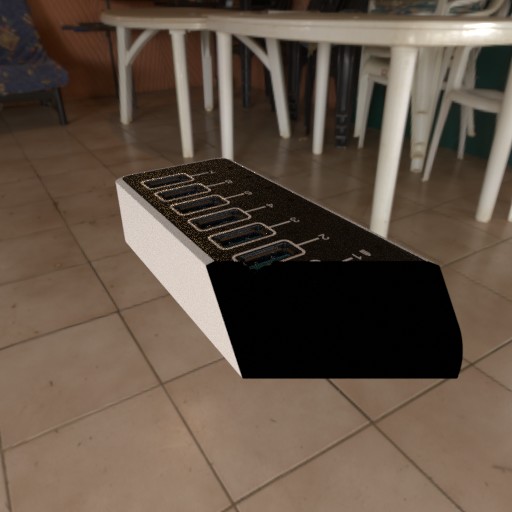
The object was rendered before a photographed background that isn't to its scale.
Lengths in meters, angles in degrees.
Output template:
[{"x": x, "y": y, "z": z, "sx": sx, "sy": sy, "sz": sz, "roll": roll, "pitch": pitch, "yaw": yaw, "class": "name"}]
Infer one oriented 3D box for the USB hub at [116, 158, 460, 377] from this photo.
[{"x": 0.000, "y": 0.000, "z": 0.125, "sx": 0.044, "sy": 0.023, "sz": 0.110, "roll": -18, "pitch": 34, "yaw": -28, "class": "USB hub"}]
